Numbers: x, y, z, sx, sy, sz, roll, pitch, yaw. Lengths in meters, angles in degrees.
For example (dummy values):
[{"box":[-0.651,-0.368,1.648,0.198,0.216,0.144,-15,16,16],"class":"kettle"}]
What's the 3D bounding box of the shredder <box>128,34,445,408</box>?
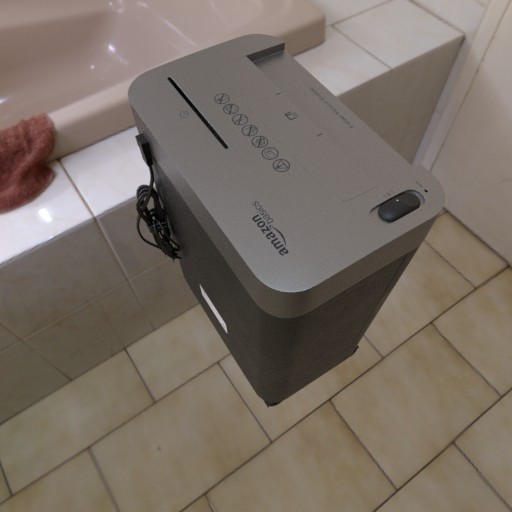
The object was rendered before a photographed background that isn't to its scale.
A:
[{"box":[0.000,0.000,0.600,0.237,0.419,0.311,-28,62,-16],"class":"shredder"}]
